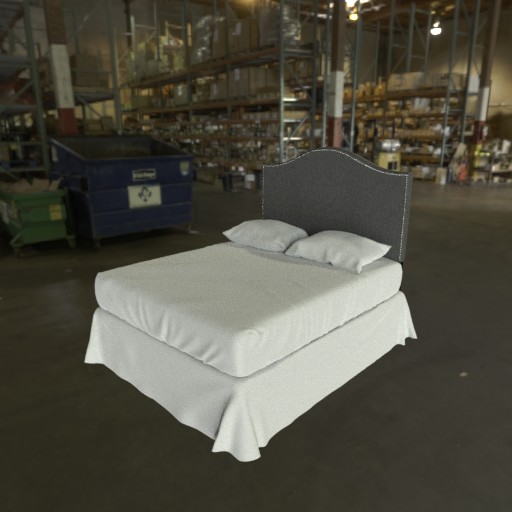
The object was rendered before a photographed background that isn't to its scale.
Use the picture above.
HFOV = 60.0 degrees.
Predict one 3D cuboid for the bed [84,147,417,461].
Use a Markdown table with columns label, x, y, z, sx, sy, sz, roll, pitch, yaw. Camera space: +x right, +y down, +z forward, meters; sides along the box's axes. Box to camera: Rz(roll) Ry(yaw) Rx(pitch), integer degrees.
| label | x | y | z | sx | sy | sz | roll | pitch | yaw |
| --- | --- | --- | --- | --- | --- | --- | --- | --- | --- |
| bed | 0.000 | 0.000 | 3.528 | 1.876 | 1.645 | 2.221 | 14 | 21 | 41 |
